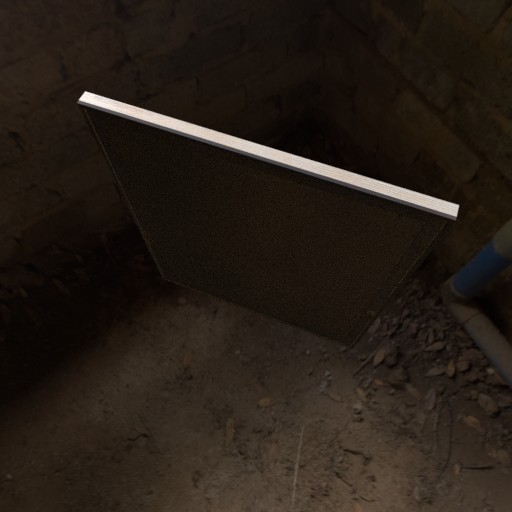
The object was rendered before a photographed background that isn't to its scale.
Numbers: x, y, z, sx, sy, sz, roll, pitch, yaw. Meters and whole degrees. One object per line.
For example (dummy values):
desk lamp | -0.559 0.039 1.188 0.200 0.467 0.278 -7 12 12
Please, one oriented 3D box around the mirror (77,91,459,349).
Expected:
mirror | 0.000 0.000 1.204 0.730 0.882 0.032 19 66 9
